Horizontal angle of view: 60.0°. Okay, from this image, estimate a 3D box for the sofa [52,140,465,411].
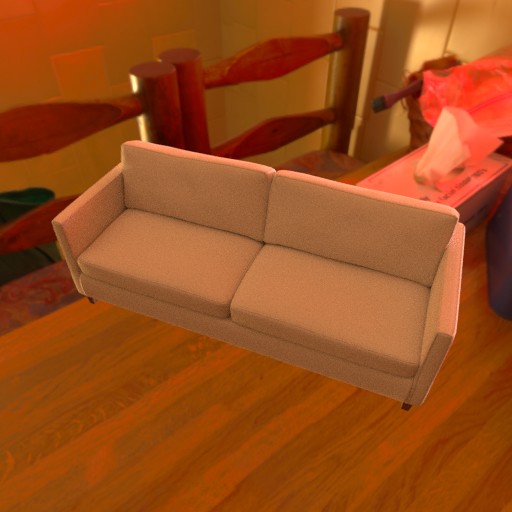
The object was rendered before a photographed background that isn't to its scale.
[{"bbox_3d":[0.000,0.000,2.850,2.361,0.962,0.951,15,45,16],"label":"sofa"}]
